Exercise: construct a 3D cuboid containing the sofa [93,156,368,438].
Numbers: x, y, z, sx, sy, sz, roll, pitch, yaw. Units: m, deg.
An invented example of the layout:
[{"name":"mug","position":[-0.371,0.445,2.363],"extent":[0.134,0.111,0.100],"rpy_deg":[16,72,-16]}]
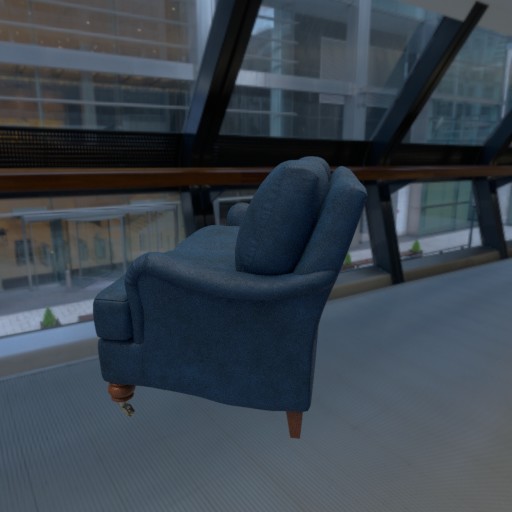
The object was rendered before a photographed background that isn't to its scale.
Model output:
[{"name":"sofa","position":[0.000,0.000,2.545],"extent":[1.084,1.101,1.853],"rpy_deg":[2,14,10]}]
